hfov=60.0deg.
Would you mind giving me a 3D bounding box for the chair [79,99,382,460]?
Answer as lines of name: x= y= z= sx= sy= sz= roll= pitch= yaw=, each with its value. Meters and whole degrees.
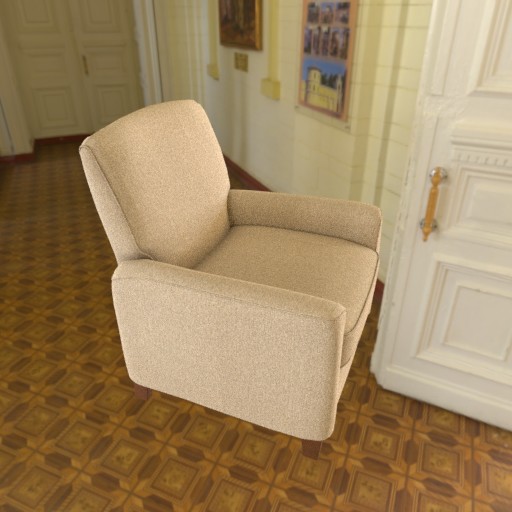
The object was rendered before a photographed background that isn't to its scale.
chair: x=0.000 y=0.000 z=1.644 sx=0.864 sy=1.014 sz=0.848 roll=11 pitch=31 yaw=19
